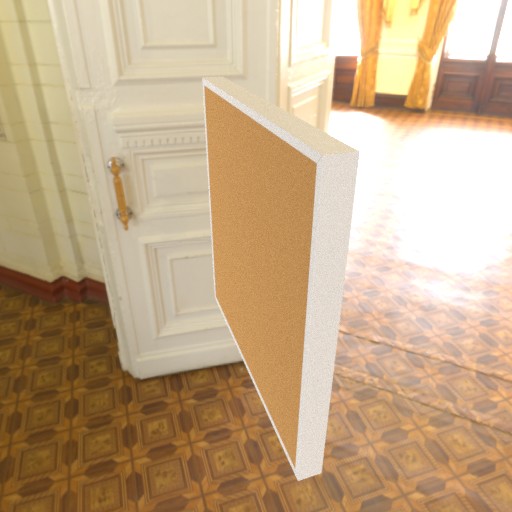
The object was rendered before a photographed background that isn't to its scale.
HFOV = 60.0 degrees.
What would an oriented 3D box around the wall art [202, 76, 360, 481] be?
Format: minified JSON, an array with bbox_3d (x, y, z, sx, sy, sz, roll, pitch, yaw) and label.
[{"bbox_3d":[0.000,0.000,0.763,0.040,0.509,0.509,-10,32,-16],"label":"wall art"}]
